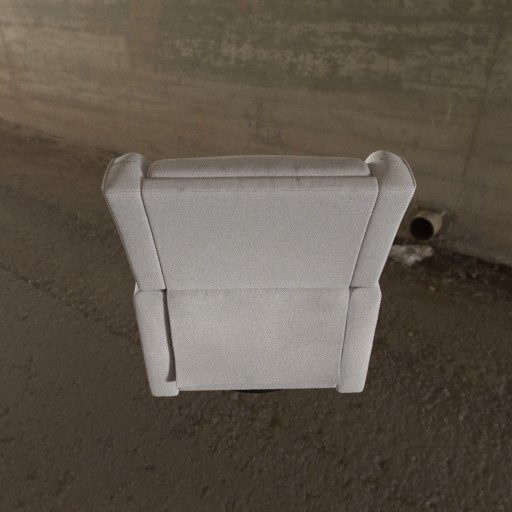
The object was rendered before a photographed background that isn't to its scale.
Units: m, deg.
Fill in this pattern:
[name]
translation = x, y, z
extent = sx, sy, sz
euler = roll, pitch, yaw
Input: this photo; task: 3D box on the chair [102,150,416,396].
[chair]
translation = 0.000, 0.000, 1.679
extent = 0.906, 0.967, 0.854
euler = -1, 31, -1
